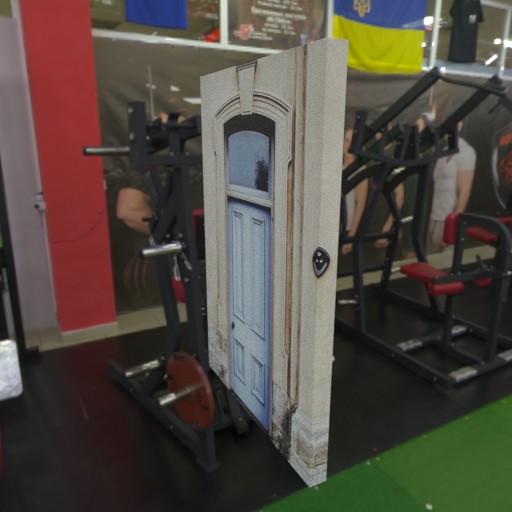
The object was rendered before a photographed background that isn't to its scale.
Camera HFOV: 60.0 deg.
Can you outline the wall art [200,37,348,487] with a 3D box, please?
[{"bbox_3d":[0.000,0.000,0.948,0.038,0.764,0.508,-8,17,-26],"label":"wall art"}]
